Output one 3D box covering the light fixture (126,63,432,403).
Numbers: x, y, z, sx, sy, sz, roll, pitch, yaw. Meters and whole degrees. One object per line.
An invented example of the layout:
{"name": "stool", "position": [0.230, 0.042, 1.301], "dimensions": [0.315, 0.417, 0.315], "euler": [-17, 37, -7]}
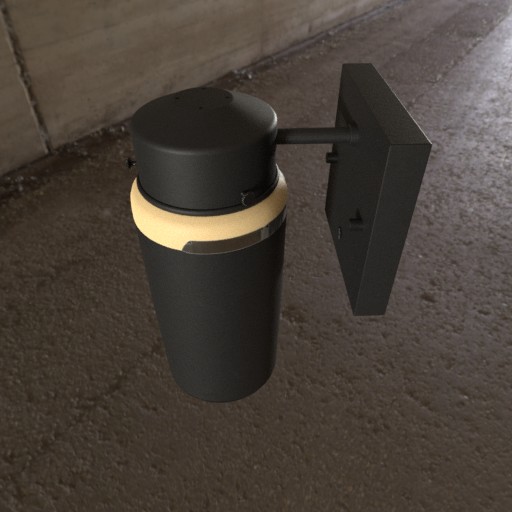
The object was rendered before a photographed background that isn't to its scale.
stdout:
{"name": "light fixture", "position": [0.000, 0.000, 0.356], "dimensions": [0.176, 0.257, 0.130], "euler": [-1, 41, -2]}
